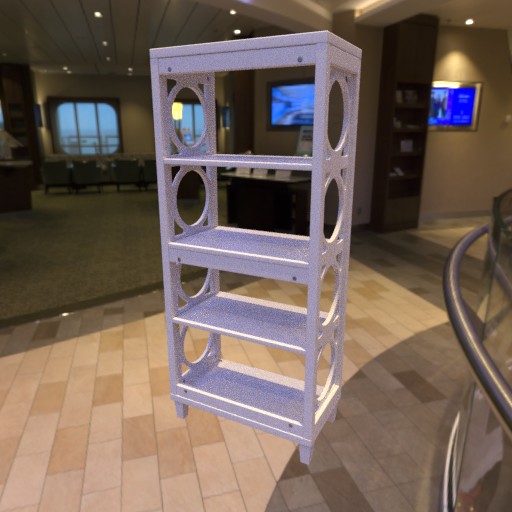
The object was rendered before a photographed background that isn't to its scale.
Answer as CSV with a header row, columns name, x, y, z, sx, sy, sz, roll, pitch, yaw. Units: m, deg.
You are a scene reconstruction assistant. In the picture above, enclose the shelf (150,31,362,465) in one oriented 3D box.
name,x,y,z,sx,sy,sz,roll,pitch,yaw
shelf,0.000,0.000,1.650,0.611,1.411,0.340,8,18,27
